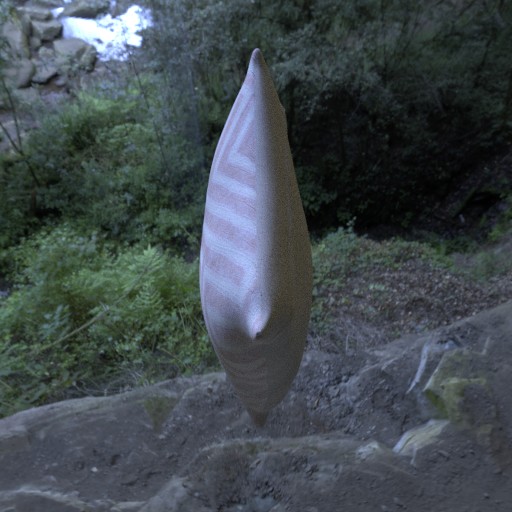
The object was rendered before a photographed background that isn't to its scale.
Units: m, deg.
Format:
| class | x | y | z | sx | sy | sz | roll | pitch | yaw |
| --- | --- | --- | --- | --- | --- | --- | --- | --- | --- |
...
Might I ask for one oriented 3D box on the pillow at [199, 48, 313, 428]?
| class | x | y | z | sx | sy | sz | roll | pitch | yaw |
| --- | --- | --- | --- | --- | --- | --- | --- | --- | --- |
| pillow | 0.000 | 0.000 | 0.698 | 0.182 | 0.441 | 0.440 | 0 | 58 | 0 |
